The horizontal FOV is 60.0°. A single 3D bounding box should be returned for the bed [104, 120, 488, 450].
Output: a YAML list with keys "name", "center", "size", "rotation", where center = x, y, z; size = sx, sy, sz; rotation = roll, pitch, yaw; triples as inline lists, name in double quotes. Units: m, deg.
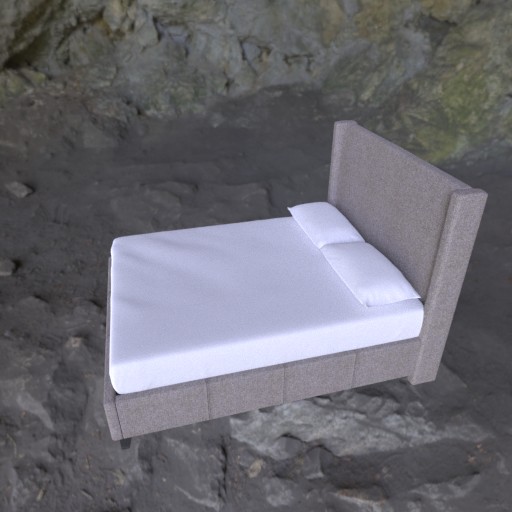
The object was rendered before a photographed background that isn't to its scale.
- name: "bed"
  center: [0.000, 0.000, 3.299]
  size: [2.245, 1.476, 1.714]
  rotation: [-8, 32, -13]
